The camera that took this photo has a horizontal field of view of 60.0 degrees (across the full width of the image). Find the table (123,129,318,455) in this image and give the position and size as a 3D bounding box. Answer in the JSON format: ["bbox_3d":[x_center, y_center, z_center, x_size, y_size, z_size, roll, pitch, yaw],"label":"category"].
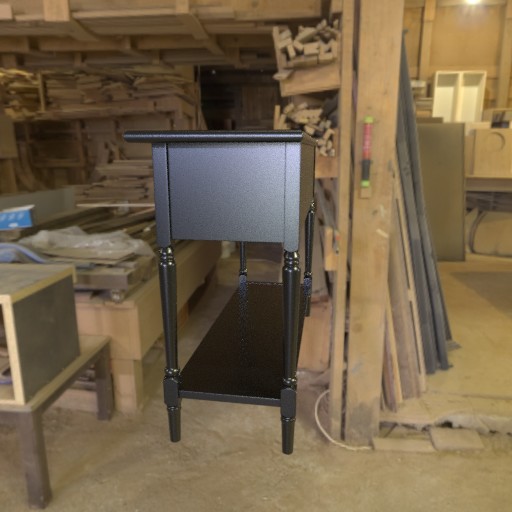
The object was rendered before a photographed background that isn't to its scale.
[{"bbox_3d":[0.000,0.000,1.586,0.386,0.819,1.191,2,14,9],"label":"table"}]
